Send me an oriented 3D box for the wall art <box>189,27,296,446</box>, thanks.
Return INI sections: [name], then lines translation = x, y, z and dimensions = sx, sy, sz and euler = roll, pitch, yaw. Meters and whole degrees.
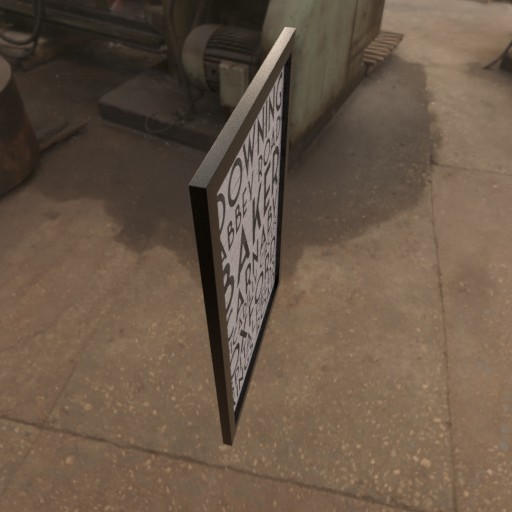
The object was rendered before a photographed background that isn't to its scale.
[wall art]
translation = 0.000, 0.000, 0.833
dimensions = 0.019, 0.656, 0.462
euler = 11, 47, 10
